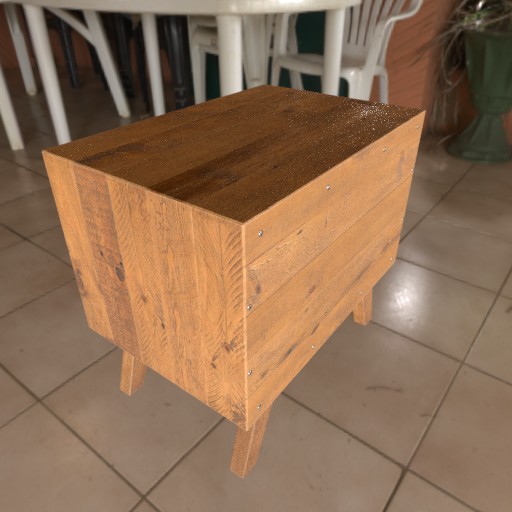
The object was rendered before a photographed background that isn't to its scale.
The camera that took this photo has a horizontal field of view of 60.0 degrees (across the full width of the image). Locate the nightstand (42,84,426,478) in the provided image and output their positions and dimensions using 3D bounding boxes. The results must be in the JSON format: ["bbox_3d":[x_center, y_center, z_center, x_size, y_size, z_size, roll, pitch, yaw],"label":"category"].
[{"bbox_3d":[0.000,0.000,1.028,0.450,0.599,0.650,22,39,30],"label":"nightstand"}]
